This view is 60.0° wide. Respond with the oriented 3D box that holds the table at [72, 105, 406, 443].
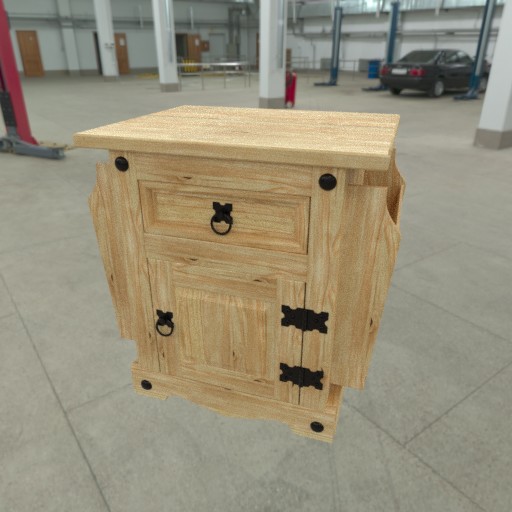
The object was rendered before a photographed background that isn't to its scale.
[{"bbox_3d":[0.000,0.000,0.885,0.530,0.515,0.380,8,27,16],"label":"table"}]
